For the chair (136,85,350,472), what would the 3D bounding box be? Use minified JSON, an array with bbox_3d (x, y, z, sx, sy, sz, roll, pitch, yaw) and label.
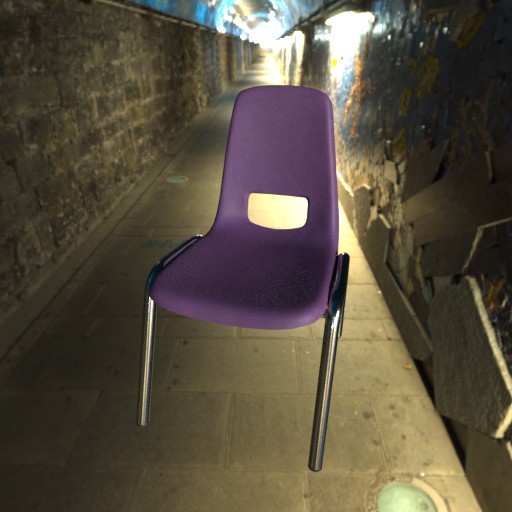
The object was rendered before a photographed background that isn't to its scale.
[{"bbox_3d":[0.000,0.000,0.849,0.356,0.584,0.419,8,27,15],"label":"chair"}]
